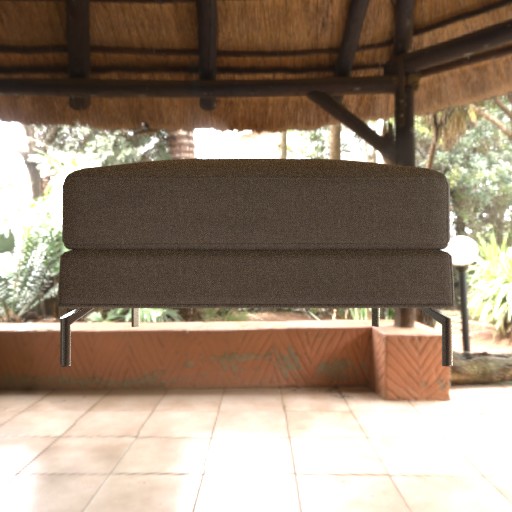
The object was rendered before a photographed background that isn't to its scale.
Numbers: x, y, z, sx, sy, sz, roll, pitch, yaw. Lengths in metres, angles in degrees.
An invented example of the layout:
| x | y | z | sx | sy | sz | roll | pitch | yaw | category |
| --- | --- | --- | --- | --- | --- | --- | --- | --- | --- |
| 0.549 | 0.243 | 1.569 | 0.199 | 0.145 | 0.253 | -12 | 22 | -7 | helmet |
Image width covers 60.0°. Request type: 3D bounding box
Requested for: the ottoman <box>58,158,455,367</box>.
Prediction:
| x | y | z | sx | sy | sz | roll | pitch | yaw | category |
| --- | --- | --- | --- | --- | --- | --- | --- | --- | --- |
| 0.000 | 0.000 | 1.186 | 0.838 | 0.457 | 0.584 | 0 | 0 | 0 | ottoman |
